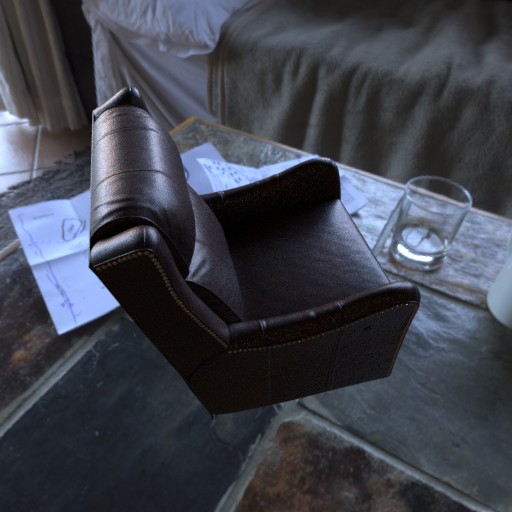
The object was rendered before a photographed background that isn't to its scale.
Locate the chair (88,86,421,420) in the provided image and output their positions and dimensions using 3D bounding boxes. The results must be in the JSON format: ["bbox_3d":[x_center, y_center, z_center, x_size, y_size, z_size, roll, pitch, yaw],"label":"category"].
[{"bbox_3d":[0.000,0.000,1.732,1.008,1.084,0.869,-10,46,-10],"label":"chair"}]
